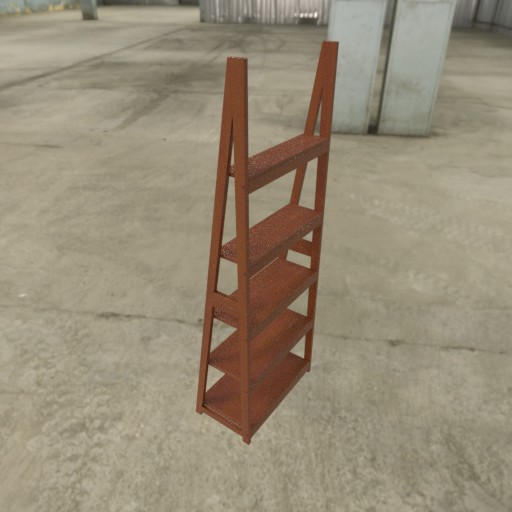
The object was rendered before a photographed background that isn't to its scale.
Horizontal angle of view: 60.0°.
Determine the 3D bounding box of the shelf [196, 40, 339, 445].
[{"bbox_3d":[0.000,0.000,2.066,0.356,1.780,0.630,20,36,30],"label":"shelf"}]
